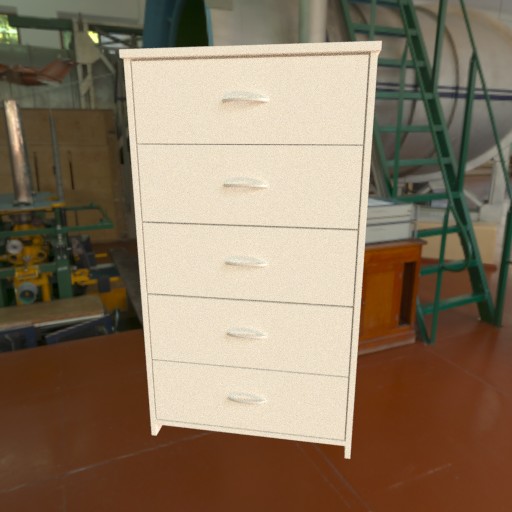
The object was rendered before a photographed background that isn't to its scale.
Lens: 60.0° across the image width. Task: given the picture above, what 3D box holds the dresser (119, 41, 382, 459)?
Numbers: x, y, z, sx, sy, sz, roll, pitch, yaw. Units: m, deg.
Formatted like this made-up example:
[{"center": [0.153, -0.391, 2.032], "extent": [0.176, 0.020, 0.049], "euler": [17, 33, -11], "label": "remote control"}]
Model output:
[{"center": [0.000, 0.000, 1.513], "extent": [0.704, 1.255, 0.399], "euler": [3, 16, 10], "label": "dresser"}]
